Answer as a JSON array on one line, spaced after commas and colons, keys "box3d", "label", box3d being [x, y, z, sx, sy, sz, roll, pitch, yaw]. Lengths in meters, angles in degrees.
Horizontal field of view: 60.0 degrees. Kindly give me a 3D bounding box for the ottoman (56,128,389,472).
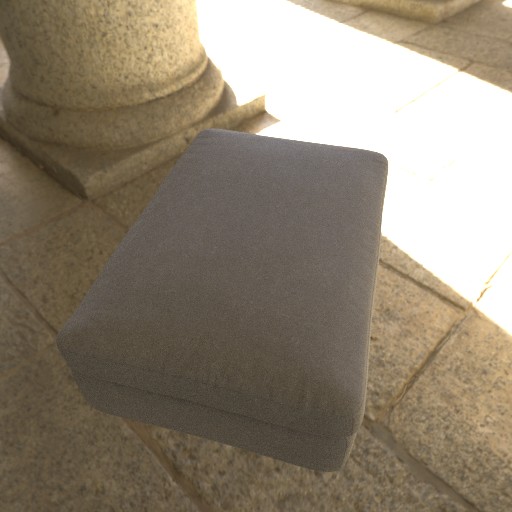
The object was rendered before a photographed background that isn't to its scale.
[{"box3d": [0.000, 0.000, 1.578, 0.840, 0.429, 1.199, 11, 46, 10], "label": "ottoman"}]
